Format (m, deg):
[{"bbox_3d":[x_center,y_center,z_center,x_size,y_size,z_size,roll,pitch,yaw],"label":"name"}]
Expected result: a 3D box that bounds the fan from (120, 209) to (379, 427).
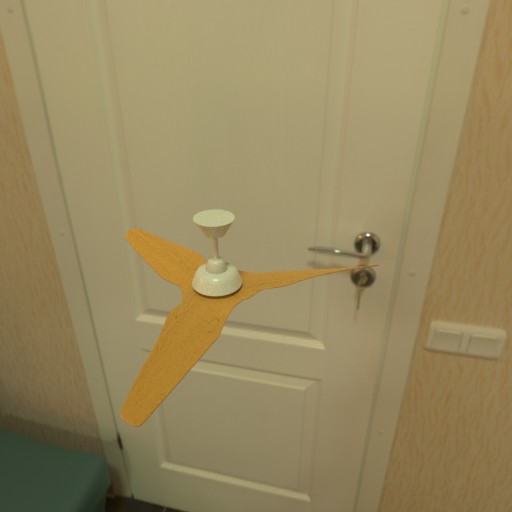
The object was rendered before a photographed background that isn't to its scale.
[{"bbox_3d":[0.000,0.000,1.654,1.010,0.355,1.142,-8,30,-13],"label":"fan"}]
